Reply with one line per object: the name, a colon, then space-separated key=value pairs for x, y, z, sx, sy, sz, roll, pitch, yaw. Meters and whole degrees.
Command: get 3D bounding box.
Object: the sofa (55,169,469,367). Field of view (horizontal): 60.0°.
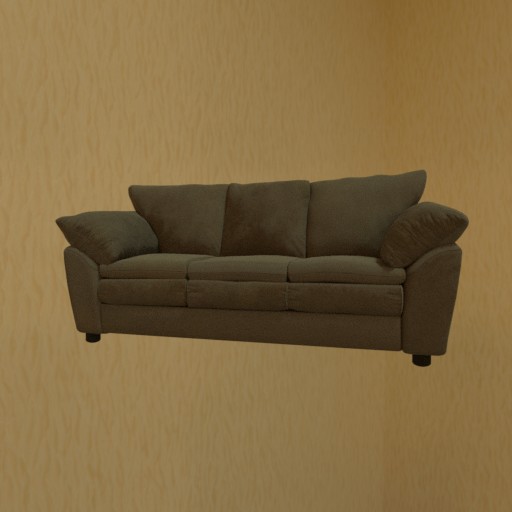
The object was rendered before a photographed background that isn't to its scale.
sofa: x=0.000 y=0.000 z=2.785 sx=2.336 sy=1.073 sz=0.878 roll=0 pitch=1 yaw=17
